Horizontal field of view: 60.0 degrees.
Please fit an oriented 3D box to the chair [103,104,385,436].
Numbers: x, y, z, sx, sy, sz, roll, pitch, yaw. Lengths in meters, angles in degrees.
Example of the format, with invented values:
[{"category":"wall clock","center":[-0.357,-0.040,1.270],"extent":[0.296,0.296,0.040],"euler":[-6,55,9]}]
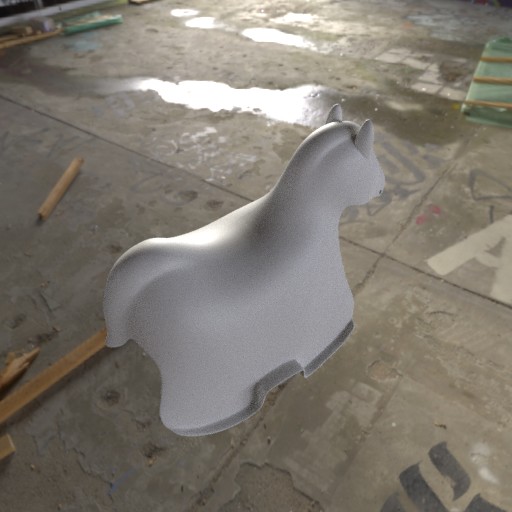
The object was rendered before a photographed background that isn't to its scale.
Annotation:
[{"category":"chair","center":[0.000,0.000,1.101],"extent":[0.800,0.612,0.429],"euler":[-25,47,-25]}]
